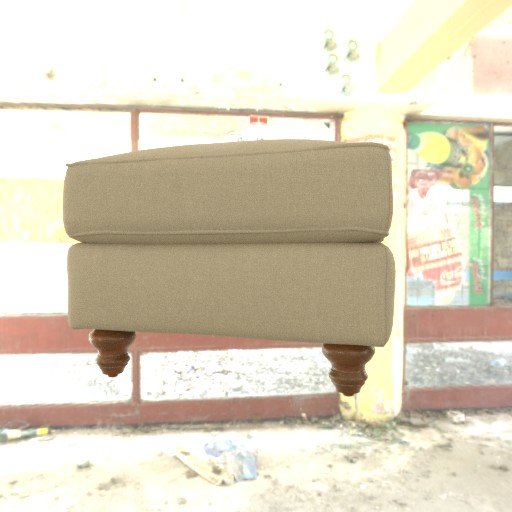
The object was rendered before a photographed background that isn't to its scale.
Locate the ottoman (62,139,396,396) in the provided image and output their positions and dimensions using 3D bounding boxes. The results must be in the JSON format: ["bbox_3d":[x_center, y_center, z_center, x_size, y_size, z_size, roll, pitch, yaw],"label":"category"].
[{"bbox_3d":[0.000,0.000,1.132,0.662,0.505,0.716,0,0,15],"label":"ottoman"}]
